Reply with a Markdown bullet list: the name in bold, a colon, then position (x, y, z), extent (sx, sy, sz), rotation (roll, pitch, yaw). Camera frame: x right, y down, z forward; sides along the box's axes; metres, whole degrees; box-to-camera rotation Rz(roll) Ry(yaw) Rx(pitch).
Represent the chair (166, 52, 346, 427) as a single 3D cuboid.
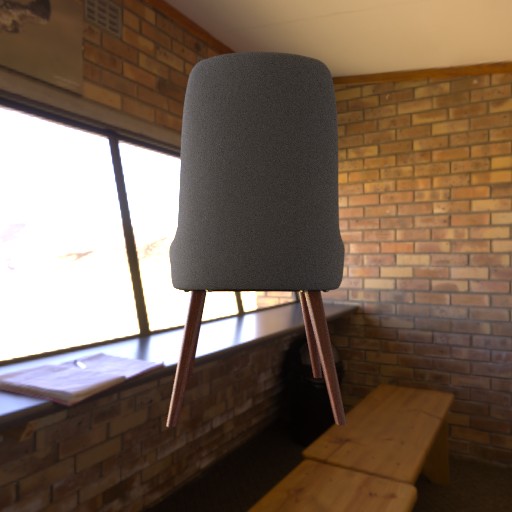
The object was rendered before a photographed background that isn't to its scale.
- **chair**: position (0.000, 0.000, 1.340), extent (0.535, 0.918, 0.707), rotation (0, 0, -1)
